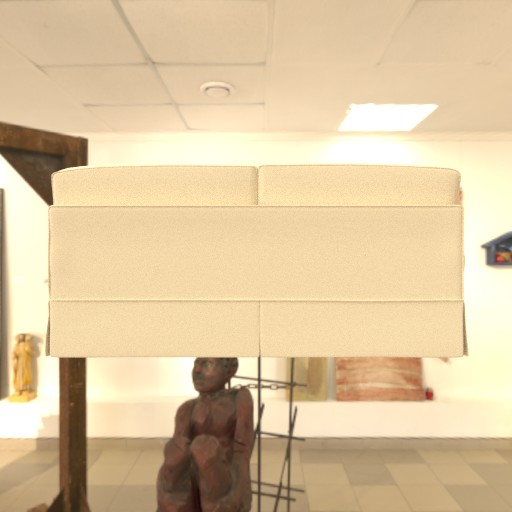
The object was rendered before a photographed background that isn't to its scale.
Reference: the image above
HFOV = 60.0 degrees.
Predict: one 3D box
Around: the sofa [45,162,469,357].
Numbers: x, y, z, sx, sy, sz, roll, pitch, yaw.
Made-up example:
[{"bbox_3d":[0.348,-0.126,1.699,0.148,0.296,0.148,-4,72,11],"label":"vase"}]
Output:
[{"bbox_3d":[0.000,0.000,2.458,2.021,0.937,0.862,0,1,0],"label":"sofa"}]
